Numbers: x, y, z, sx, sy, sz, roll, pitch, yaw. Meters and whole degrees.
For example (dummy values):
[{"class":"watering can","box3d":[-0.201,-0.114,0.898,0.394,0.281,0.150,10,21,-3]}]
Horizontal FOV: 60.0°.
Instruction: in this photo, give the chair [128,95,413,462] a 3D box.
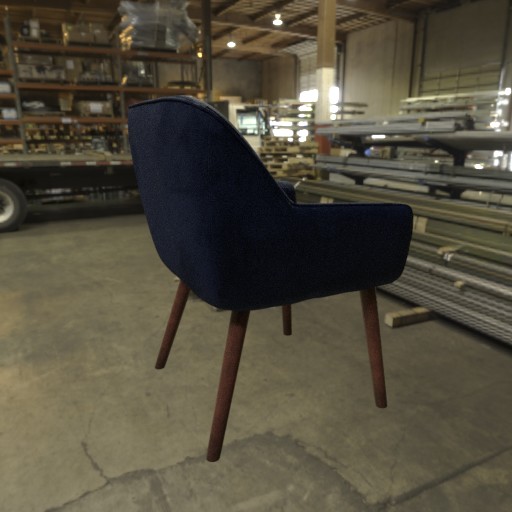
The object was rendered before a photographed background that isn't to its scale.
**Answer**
[{"class":"chair","box3d":[0.000,0.000,1.254,0.600,0.820,0.600,-8,18,-26]}]
